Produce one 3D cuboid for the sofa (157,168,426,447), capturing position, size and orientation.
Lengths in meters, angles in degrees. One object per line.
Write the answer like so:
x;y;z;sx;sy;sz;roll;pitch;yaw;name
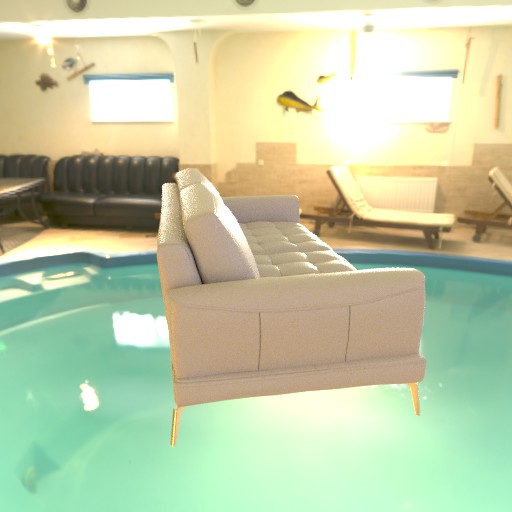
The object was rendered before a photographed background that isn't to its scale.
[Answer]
0.000;0.000;2.740;1.121;0.930;2.177;-3;17;-10;sofa
